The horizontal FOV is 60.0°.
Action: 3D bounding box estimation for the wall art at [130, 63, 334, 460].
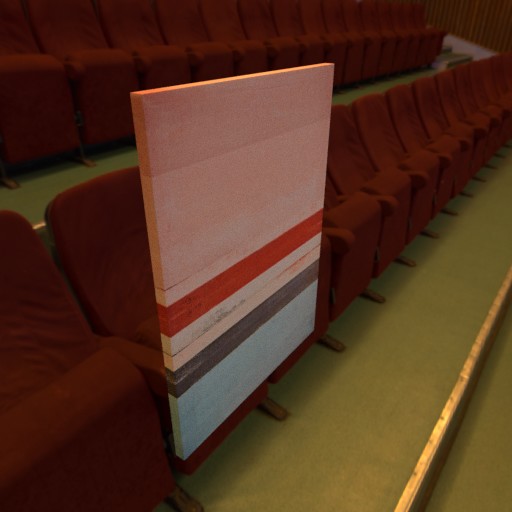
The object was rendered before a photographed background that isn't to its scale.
[{"bbox_3d":[0.000,0.000,1.334,0.039,1.016,0.761,19,34,31],"label":"wall art"}]
